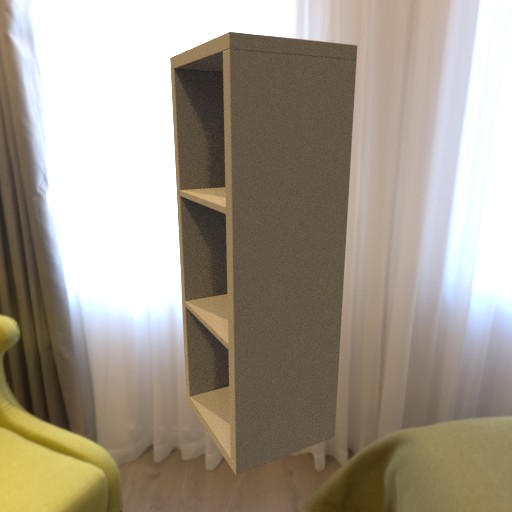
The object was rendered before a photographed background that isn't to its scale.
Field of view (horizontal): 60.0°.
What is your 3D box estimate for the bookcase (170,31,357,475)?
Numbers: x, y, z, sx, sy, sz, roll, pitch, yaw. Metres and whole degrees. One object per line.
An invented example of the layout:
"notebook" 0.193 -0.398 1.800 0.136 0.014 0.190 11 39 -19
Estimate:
"bookcase" 0.000 0.000 1.276 0.330 1.080 0.390 -8 18 -27
